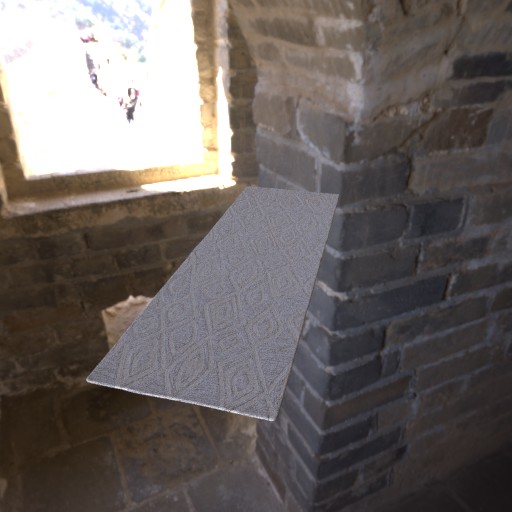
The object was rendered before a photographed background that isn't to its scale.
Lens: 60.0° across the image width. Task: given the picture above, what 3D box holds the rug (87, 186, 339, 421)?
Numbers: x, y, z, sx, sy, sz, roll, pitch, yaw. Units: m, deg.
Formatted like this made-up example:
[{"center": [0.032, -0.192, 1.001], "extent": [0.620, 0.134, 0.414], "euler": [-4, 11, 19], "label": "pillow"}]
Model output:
[{"center": [0.000, 0.000, 2.752], "extent": [0.807, 0.013, 2.436], "euler": [7, 29, 13], "label": "rug"}]
